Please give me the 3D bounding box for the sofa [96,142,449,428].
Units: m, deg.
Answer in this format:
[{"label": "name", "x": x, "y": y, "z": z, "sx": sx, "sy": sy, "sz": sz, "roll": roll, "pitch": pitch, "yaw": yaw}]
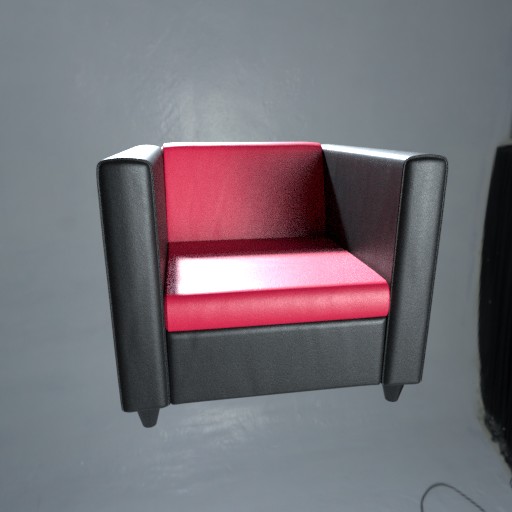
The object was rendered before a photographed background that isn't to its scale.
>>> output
[{"label": "sofa", "x": 0.000, "y": 0.000, "z": 1.484, "sx": 0.839, "sy": 0.724, "sz": 0.809, "roll": -3, "pitch": 16, "yaw": -9}]
